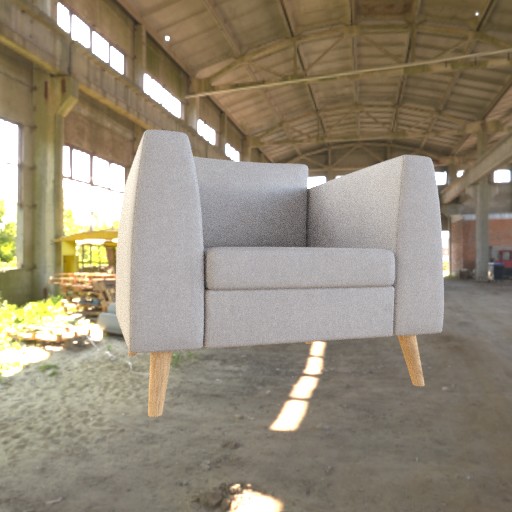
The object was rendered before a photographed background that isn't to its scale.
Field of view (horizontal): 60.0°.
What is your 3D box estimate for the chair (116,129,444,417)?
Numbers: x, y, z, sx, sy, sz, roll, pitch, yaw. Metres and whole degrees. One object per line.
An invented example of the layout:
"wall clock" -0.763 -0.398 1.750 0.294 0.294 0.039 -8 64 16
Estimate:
"chair" 0.000 0.000 1.705 1.000 0.860 0.930 0 -1 -20
